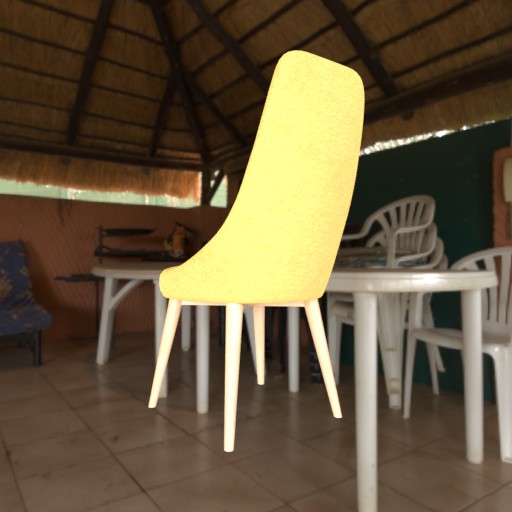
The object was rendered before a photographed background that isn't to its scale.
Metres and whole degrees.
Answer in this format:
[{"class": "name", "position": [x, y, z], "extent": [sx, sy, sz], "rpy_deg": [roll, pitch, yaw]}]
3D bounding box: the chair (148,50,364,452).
[{"class": "chair", "position": [0.000, 0.000, 1.428], "extent": [0.510, 1.040, 0.660], "rpy_deg": [0, 0, -36]}]
